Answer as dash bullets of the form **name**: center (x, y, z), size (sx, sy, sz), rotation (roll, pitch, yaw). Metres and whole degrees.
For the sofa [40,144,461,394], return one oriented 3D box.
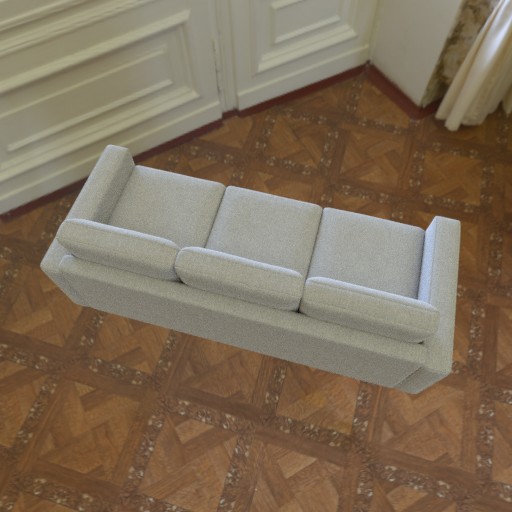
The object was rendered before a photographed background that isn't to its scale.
- **sofa**: center (0.000, 0.000, 2.510), size (2.120, 0.800, 0.900), rotation (14, 63, 7)
